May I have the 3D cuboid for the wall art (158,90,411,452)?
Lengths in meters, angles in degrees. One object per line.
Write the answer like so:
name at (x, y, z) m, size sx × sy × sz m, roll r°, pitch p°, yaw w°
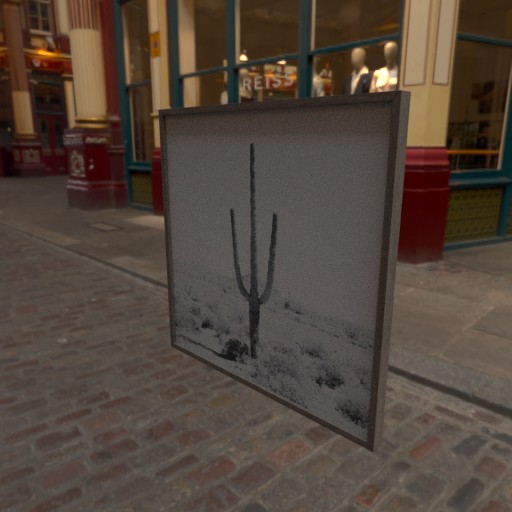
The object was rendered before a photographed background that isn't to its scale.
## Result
wall art at (0.000, 0.000, 1.162) m, size 0.762 × 0.762 × 0.038 m, roll 14°, pitch 20°, yaw 42°
